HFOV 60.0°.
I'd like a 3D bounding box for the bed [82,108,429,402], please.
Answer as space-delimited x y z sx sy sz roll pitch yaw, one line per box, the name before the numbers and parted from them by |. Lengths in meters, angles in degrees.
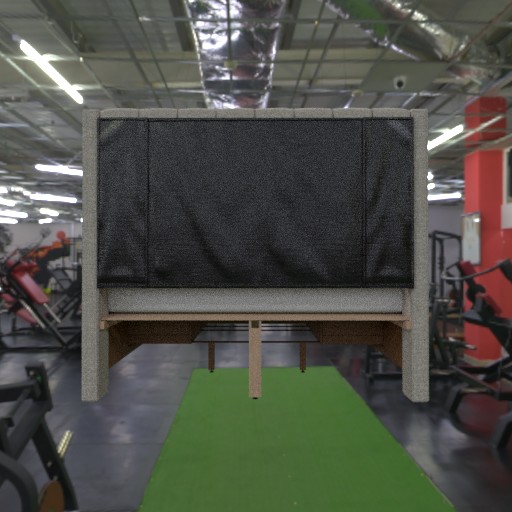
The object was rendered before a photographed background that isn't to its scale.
bed | 0.000 0.000 3.777 2.044 1.748 2.372 0 0 0
